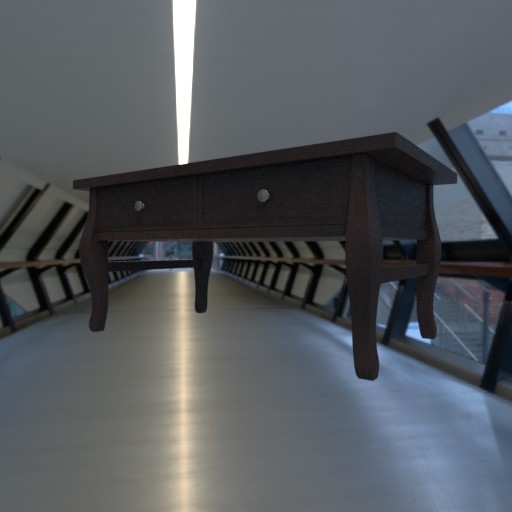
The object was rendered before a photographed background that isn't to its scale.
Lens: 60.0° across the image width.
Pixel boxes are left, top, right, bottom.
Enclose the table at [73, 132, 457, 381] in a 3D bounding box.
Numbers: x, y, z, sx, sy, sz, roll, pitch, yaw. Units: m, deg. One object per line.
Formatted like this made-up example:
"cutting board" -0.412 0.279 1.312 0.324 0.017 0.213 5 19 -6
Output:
"table" 0.000 0.000 1.395 1.062 0.494 0.600 1 1 35
